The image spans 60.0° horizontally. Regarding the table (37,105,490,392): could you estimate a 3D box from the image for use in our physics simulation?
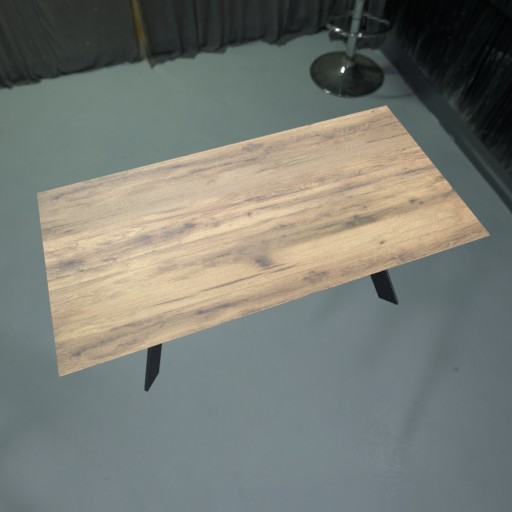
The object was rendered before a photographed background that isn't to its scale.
[{"bbox_3d":[0.000,0.000,2.497,2.000,0.770,1.000,-17,59,-11],"label":"table"}]
